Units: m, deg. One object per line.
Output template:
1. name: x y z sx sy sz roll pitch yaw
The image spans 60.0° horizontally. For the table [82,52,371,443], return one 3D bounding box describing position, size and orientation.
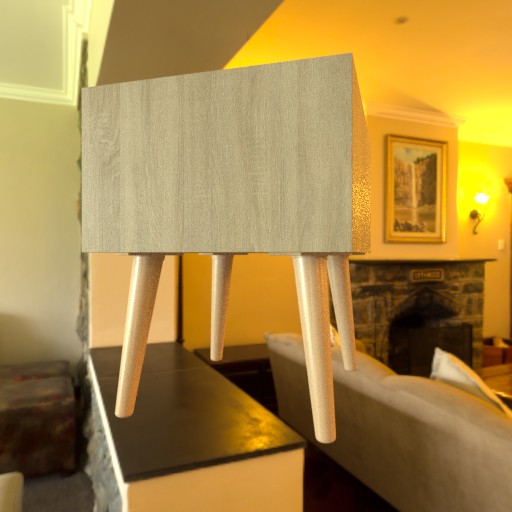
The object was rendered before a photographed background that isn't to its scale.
1. table: 0.000 0.000 0.779 0.370 0.470 0.450 0 0 17
